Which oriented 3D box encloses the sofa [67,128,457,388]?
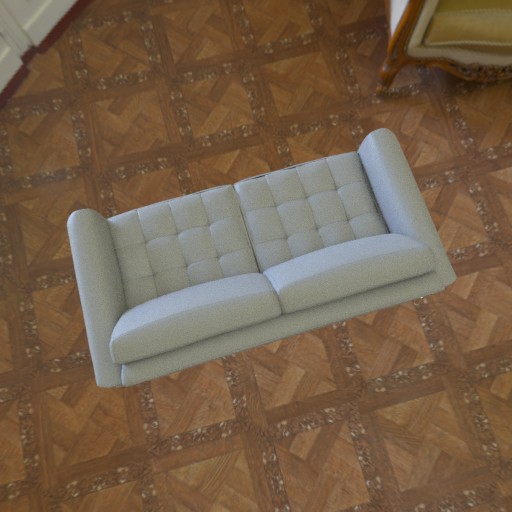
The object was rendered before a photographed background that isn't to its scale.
[{"bbox_3d":[0.000,0.000,2.779,2.177,0.930,1.121,-16,75,-4],"label":"sofa"}]
